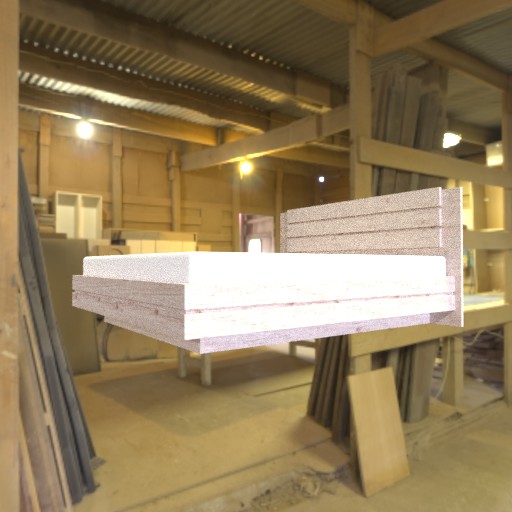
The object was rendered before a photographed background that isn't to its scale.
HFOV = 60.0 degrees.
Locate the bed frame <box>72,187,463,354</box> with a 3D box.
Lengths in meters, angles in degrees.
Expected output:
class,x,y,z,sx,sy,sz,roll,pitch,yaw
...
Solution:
class,x,y,z,sx,sy,sz,roll,pitch,yaw
bed frame,0.000,0.000,3.210,2.080,0.970,1.950,1,-1,-36
